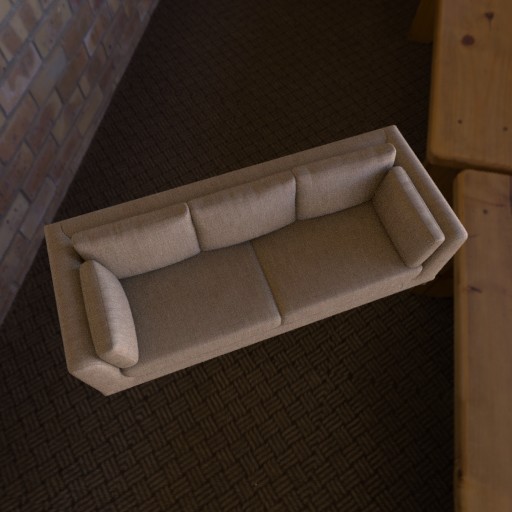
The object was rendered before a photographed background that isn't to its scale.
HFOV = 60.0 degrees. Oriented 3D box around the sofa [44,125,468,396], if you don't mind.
[{"bbox_3d":[0.000,0.000,2.963,2.415,0.867,0.969,-18,64,-9],"label":"sofa"}]
